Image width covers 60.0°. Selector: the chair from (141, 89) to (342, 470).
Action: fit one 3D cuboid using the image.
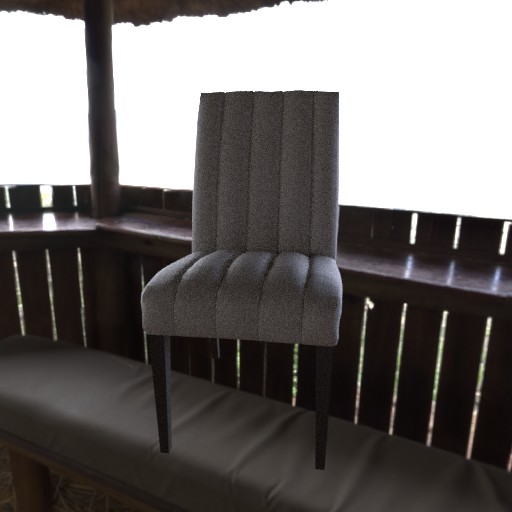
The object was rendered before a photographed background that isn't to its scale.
[{"bbox_3d":[0.000,0.000,1.355,0.511,1.016,0.647,2,14,8],"label":"chair"}]
